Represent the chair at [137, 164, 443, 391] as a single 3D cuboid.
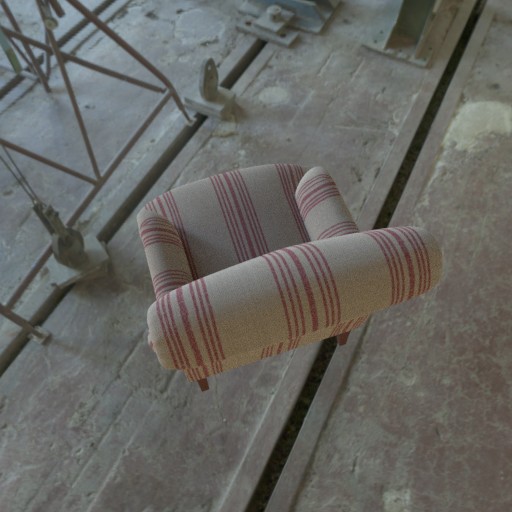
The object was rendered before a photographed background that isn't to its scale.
[{"bbox_3d":[0.000,0.000,1.887,0.933,1.123,1.058,-16,61,-9],"label":"chair"}]
